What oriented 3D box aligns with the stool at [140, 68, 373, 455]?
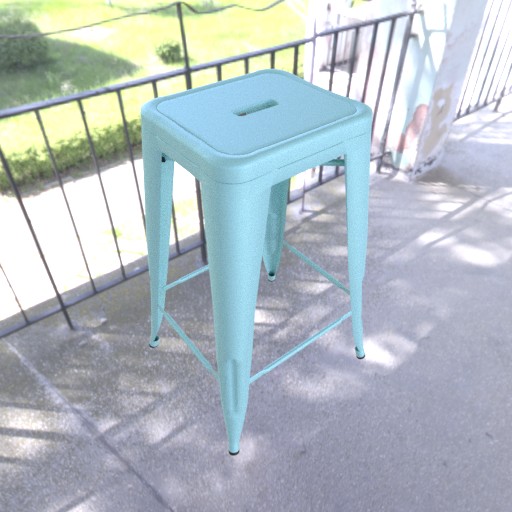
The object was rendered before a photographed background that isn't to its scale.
[{"bbox_3d":[0.000,0.000,0.876,0.399,0.609,0.359,-28,48,-28],"label":"stool"}]
